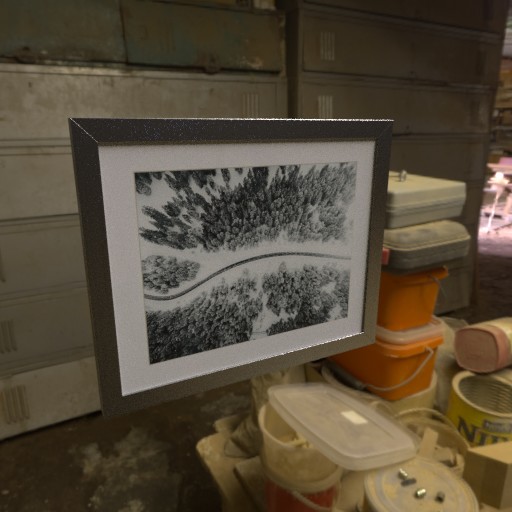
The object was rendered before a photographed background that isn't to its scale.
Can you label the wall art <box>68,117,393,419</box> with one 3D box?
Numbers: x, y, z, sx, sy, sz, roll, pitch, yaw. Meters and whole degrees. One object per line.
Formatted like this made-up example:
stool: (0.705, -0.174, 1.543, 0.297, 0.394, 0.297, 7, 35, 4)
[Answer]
wall art: (0.000, 0.000, 0.774, 0.557, 0.456, 0.032, -8, 18, -26)
